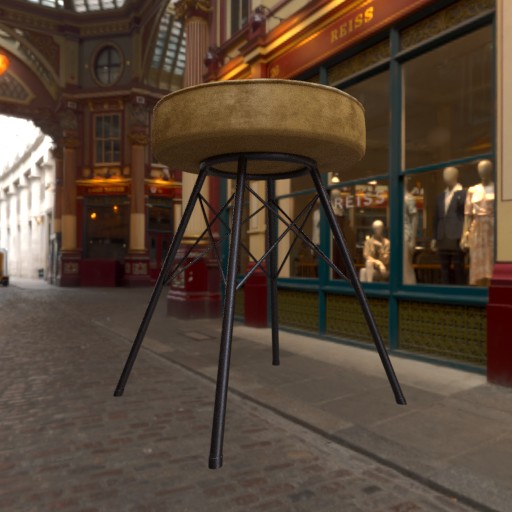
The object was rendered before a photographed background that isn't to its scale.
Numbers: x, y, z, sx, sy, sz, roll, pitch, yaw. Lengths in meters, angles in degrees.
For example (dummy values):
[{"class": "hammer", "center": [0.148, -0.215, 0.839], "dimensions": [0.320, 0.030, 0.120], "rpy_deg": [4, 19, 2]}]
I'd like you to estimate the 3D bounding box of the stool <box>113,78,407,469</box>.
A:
[{"class": "stool", "center": [0.000, 0.000, 0.915], "dimensions": [0.472, 0.595, 0.438], "rpy_deg": [0, 0, -35]}]
